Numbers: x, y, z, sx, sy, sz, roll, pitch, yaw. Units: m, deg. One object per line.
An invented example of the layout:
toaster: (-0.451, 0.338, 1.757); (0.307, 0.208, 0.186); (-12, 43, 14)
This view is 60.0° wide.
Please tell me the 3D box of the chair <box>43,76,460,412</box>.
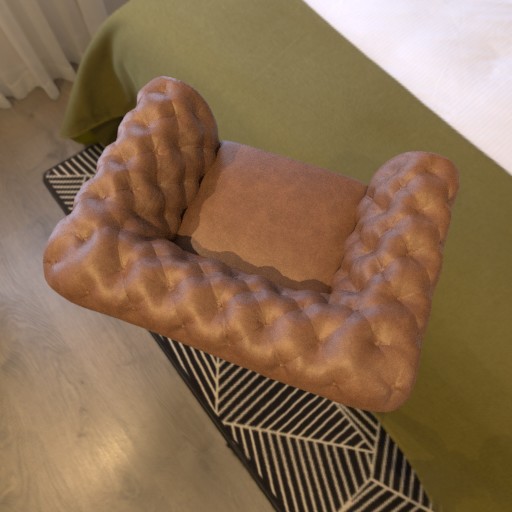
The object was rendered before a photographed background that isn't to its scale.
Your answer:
chair: (0.000, 0.000, 1.811); (1.298, 0.784, 0.954); (19, 67, 8)
